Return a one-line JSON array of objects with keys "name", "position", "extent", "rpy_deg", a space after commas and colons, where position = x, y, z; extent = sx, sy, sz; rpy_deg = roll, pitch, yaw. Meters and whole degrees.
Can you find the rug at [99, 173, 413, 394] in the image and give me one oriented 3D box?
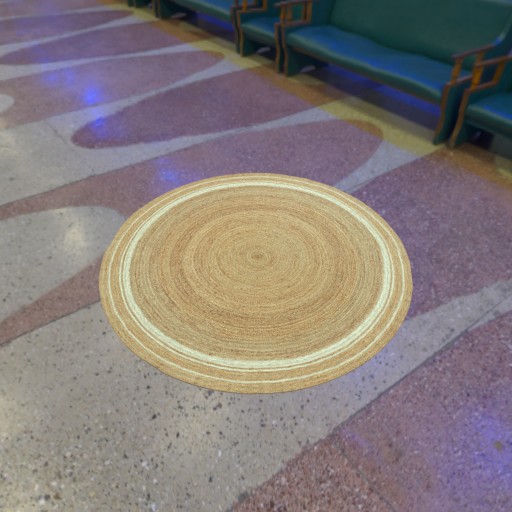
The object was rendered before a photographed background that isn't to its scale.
[{"name": "rug", "position": [0.000, 0.000, 3.569], "extent": [2.444, 0.015, 2.444], "rpy_deg": [0, 43, 0]}]
